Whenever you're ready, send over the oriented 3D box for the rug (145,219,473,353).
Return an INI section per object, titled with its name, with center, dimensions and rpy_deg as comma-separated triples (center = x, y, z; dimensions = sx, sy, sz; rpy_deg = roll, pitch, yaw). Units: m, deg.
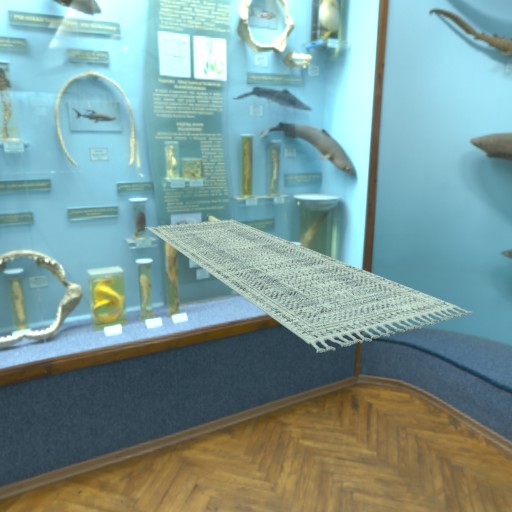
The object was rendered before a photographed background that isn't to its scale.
[rug]
center = 0.000, 0.000, 2.725
dimensions = 0.786, 0.013, 2.480
rpy_deg = -7, 17, -26
